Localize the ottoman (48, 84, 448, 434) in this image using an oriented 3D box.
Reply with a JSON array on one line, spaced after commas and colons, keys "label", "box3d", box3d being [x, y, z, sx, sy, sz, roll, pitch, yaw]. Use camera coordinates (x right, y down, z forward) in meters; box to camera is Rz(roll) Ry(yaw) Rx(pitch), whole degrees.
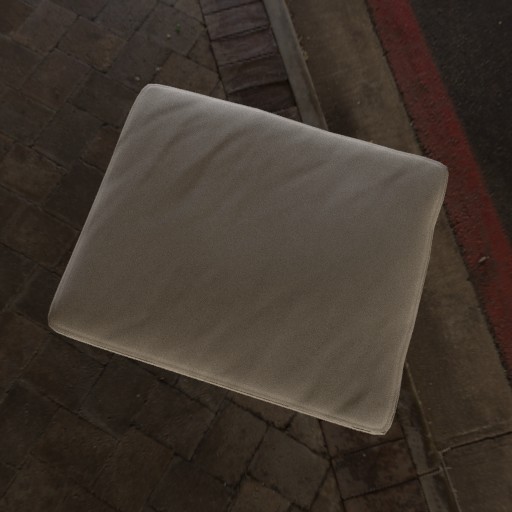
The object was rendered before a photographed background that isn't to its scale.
[{"label": "ottoman", "box3d": [0.000, 0.000, 1.475, 1.002, 0.492, 0.836, 17, 78, 4]}]
